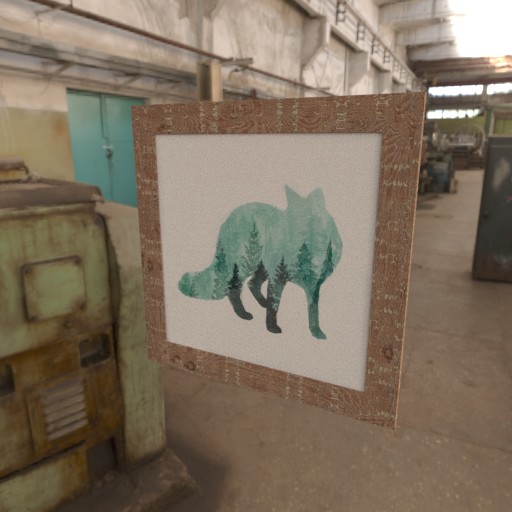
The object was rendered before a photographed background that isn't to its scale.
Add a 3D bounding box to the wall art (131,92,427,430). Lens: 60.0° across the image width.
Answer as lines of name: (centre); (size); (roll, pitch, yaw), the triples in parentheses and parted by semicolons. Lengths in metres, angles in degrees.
wall art: (0.000, 0.000, 0.578); (0.384, 0.384, 0.012); (8, 16, 27)
